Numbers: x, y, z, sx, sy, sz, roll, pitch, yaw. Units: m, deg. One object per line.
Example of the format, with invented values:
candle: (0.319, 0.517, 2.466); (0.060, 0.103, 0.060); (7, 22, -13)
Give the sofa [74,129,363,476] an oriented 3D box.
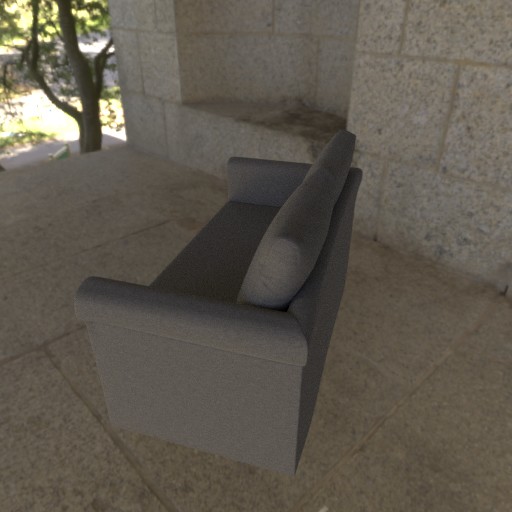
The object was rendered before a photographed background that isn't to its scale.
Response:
sofa: (0.000, 0.000, 1.949); (0.741, 0.872, 1.460); (9, 31, 15)
